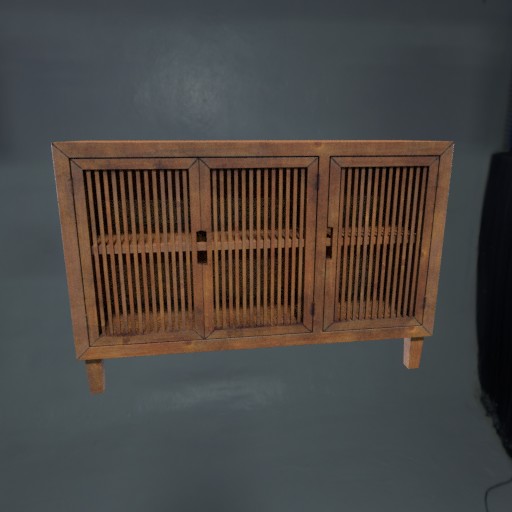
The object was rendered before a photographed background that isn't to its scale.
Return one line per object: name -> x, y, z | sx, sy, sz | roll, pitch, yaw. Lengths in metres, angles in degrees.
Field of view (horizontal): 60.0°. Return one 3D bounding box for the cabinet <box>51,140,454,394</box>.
cabinet -> 0.000, 0.000, 1.605 | 1.204, 0.805, 0.403 | -2, 15, -8
